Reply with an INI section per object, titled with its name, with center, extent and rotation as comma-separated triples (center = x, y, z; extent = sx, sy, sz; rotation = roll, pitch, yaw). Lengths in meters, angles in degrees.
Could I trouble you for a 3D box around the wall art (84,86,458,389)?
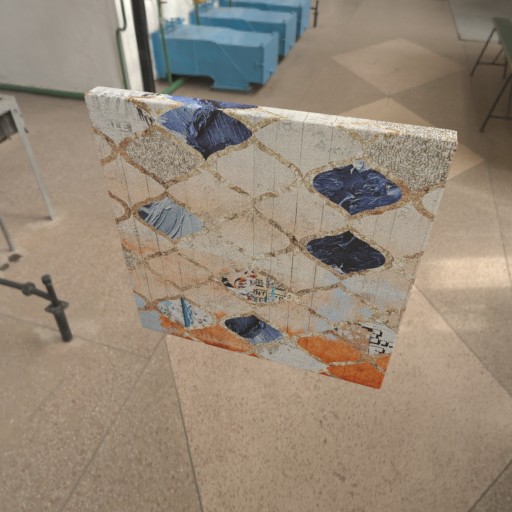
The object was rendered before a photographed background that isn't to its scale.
[wall art]
center = 0.000, 0.000, 0.751
extent = 0.507, 0.508, 0.038
rotation = 12, 42, 13
